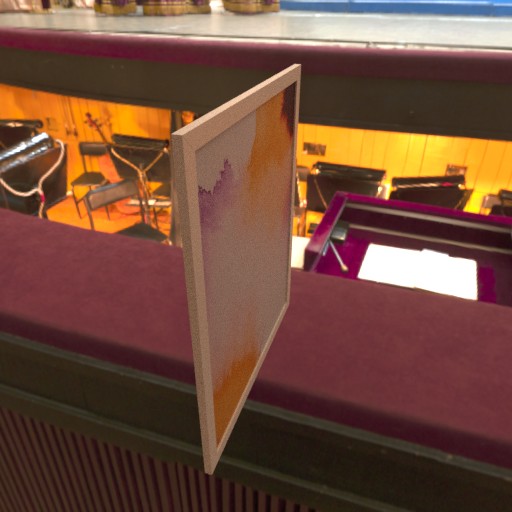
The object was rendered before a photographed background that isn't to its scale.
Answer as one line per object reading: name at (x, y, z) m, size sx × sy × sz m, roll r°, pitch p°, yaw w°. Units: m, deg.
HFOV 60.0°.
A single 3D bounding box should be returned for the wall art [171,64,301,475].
wall art at (0.000, 0.000, 0.774) m, size 0.012 × 0.557 × 0.482 m, roll 10°, pitch 33°, yaw 16°
